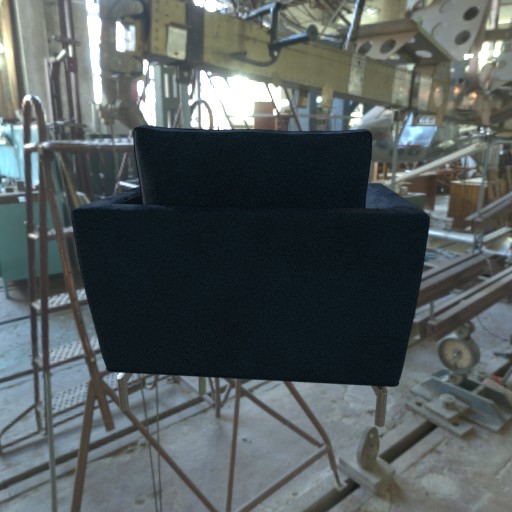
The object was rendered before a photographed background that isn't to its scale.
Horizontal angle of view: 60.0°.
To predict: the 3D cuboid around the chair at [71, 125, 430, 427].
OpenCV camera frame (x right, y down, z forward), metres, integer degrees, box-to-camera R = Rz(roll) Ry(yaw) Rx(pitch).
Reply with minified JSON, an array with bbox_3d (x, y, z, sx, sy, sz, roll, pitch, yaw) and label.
[{"bbox_3d":[0.000,0.000,1.581,0.977,0.893,0.746,2,16,5],"label":"chair"}]
